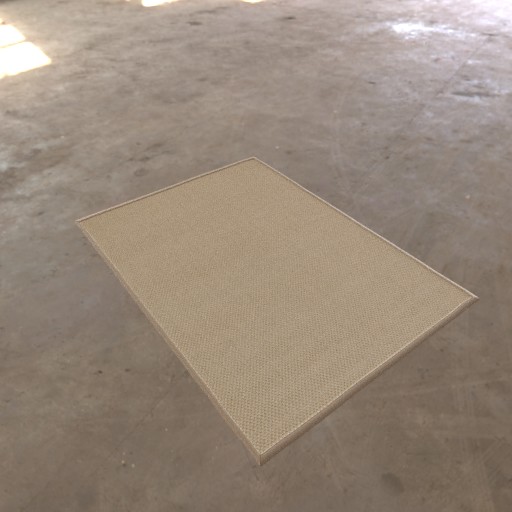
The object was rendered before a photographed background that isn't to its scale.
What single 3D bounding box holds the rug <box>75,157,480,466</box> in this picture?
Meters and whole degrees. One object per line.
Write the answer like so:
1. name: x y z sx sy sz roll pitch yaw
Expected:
1. rug: 0.000 0.000 2.719 1.525 0.020 2.081 -26 47 -27
